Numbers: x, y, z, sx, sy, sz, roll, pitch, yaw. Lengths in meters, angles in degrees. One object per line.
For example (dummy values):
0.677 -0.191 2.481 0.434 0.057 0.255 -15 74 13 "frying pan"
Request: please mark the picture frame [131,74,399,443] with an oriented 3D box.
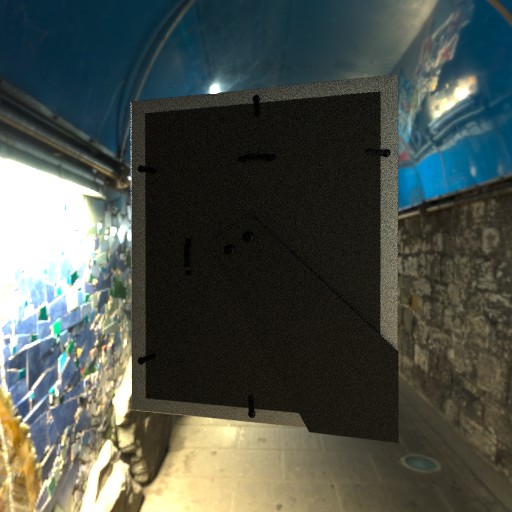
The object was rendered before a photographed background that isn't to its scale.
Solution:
0.000 0.000 0.382 0.233 0.282 0.036 0 0 15 "picture frame"
